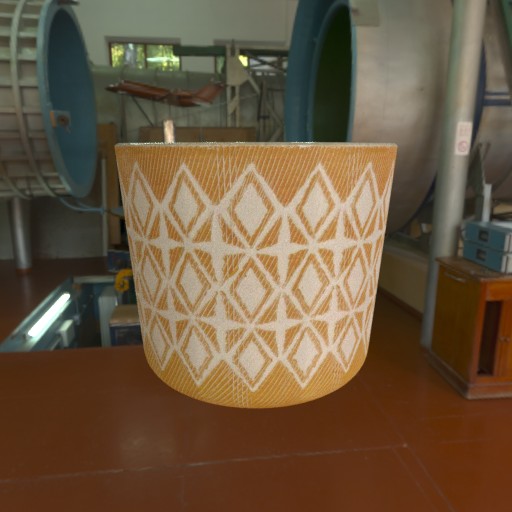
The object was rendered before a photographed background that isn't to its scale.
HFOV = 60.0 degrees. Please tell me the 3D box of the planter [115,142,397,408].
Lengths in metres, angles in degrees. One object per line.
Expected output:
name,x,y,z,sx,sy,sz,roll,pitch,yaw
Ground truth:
planter,0.000,0.000,0.336,0.193,0.165,0.193,0,14,0
